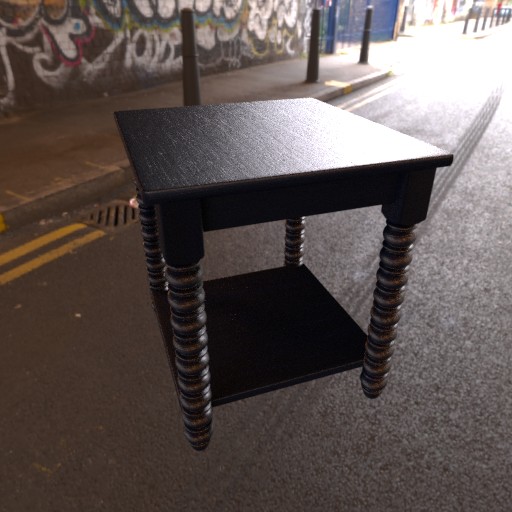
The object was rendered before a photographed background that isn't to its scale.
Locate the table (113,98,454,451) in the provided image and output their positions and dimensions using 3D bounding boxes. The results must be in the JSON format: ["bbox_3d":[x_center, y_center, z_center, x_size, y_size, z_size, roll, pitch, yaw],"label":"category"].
[{"bbox_3d":[0.000,0.000,1.000,0.500,0.567,0.533,-10,31,-17],"label":"table"}]
